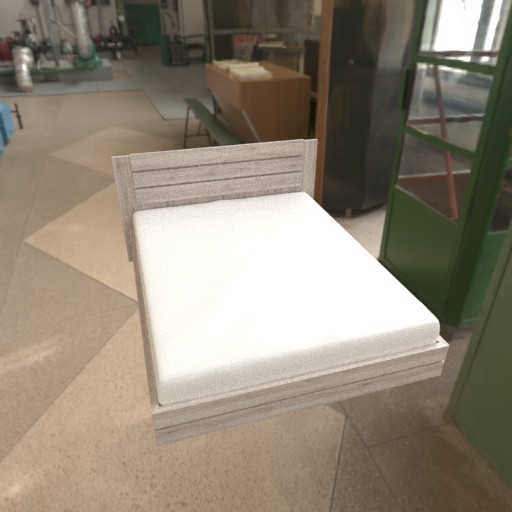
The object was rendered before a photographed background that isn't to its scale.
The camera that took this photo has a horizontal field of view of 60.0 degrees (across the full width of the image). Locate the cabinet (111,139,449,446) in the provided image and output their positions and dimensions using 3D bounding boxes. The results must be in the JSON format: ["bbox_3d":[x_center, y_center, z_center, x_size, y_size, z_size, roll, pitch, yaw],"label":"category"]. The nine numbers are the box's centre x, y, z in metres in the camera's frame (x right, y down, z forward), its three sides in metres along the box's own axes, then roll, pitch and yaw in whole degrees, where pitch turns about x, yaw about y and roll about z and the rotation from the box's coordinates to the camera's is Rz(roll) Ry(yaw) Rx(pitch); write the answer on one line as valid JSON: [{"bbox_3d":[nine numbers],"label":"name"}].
[{"bbox_3d":[0.000,0.000,3.083,1.750,0.970,2.080,-9,32,-14],"label":"cabinet"}]
